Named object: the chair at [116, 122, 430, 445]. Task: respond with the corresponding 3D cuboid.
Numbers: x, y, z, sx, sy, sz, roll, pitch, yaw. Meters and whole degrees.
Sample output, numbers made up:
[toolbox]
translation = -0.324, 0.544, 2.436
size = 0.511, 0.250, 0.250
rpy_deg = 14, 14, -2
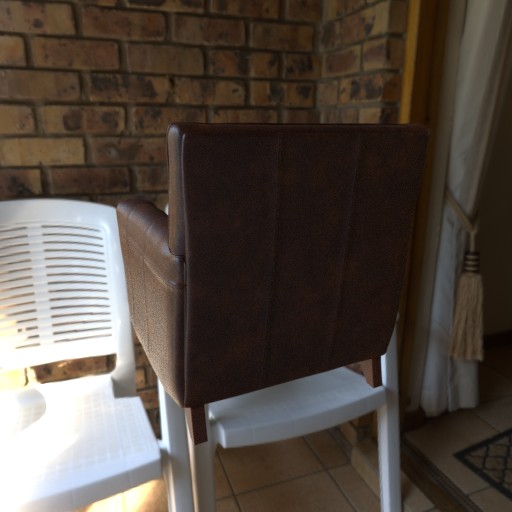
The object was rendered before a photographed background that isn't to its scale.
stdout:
[chair]
translation = 0.000, 0.000, 1.648
size = 0.870, 0.943, 0.823
rpy_deg = -8, 18, -25
